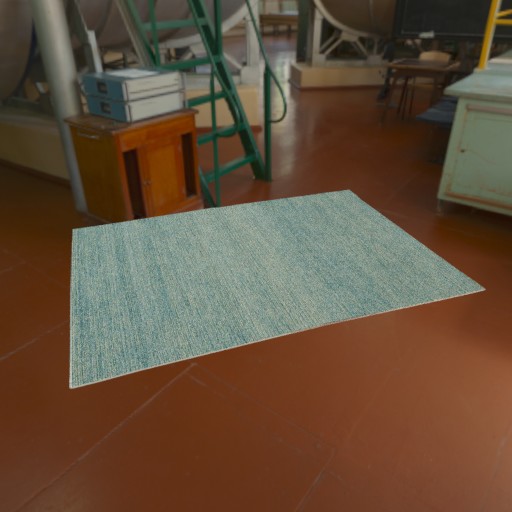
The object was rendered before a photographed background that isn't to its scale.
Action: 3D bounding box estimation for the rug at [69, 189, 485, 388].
[{"bbox_3d":[0.000,0.000,2.922,2.305,0.029,1.593,-10,33,-16],"label":"rug"}]
